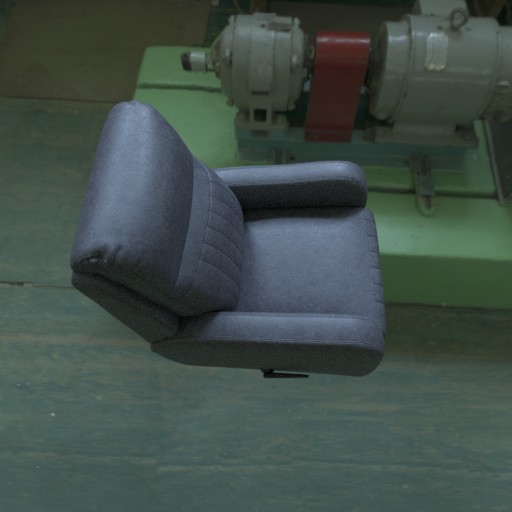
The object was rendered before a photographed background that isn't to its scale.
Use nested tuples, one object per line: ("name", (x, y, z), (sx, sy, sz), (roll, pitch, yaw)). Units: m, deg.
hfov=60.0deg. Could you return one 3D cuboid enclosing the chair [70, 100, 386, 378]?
("chair", (0.000, 0.000, 1.782), (1.067, 1.067, 0.865), (1, 63, 1))
